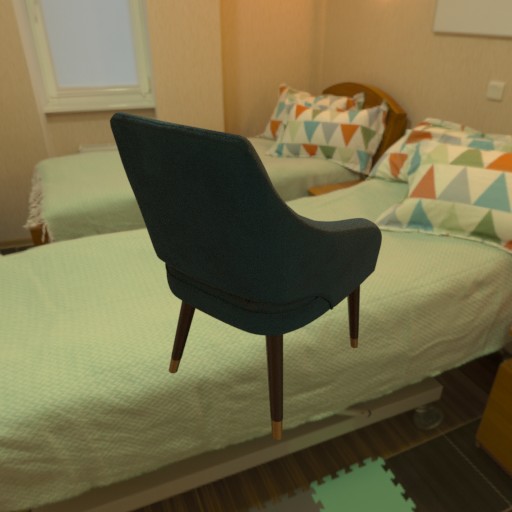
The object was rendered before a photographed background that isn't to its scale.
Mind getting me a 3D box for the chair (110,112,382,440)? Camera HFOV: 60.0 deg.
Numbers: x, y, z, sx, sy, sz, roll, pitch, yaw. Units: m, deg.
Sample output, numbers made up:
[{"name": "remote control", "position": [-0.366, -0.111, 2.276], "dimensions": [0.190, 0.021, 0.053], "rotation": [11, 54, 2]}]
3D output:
[{"name": "chair", "position": [0.000, 0.000, 1.602], "dimensions": [0.683, 1.081, 0.794], "rotation": [21, 35, 32]}]
